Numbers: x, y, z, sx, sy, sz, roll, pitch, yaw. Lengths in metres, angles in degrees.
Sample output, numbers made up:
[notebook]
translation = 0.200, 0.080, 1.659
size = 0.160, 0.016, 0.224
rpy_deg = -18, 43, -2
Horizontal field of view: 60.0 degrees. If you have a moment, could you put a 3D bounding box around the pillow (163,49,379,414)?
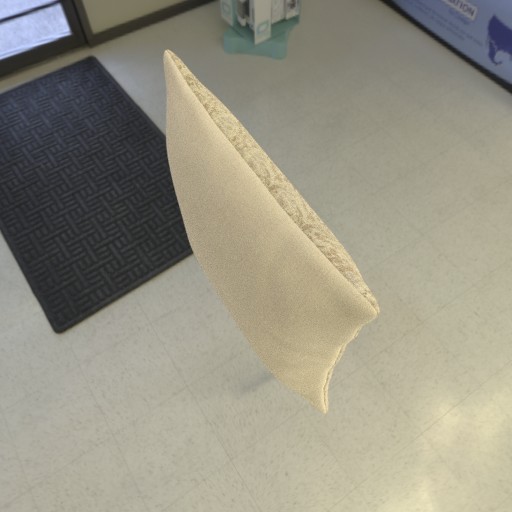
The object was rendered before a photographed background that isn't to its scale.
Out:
[pillow]
translation = 0.000, 0.000, 0.791
size = 0.166, 0.510, 0.523
rpy_deg = -28, 63, -15
